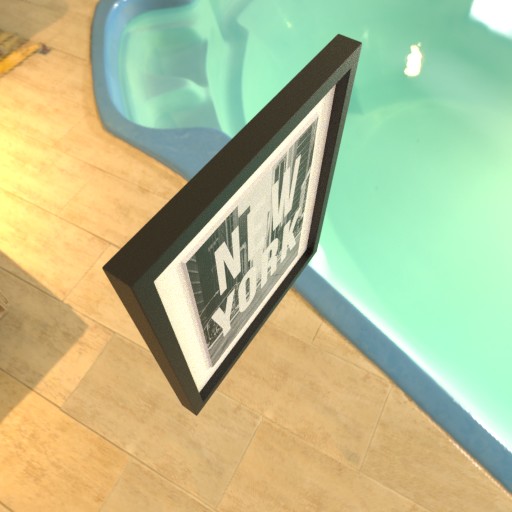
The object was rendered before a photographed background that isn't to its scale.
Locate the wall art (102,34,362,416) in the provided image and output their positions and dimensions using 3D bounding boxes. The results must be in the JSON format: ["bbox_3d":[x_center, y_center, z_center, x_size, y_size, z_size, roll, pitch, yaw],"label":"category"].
[{"bbox_3d":[0.000,0.000,0.527,0.028,0.381,0.328,30,63,17],"label":"wall art"}]
